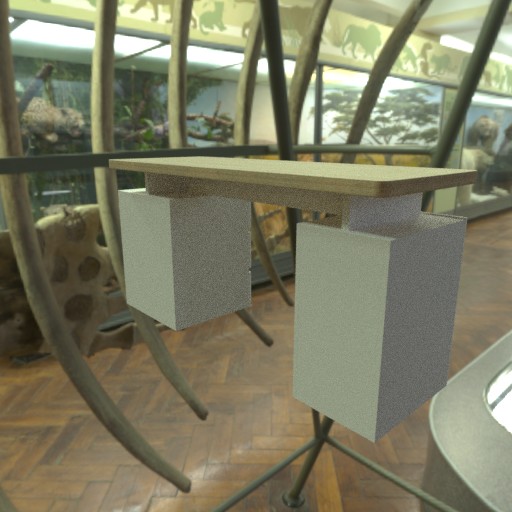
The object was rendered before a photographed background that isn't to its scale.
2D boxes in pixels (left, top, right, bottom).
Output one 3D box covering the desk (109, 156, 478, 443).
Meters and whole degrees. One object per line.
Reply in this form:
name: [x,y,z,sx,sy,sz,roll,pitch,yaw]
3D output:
desk: [0.000,0.000,1.852,0.550,0.755,1.500,-13,20,-41]
